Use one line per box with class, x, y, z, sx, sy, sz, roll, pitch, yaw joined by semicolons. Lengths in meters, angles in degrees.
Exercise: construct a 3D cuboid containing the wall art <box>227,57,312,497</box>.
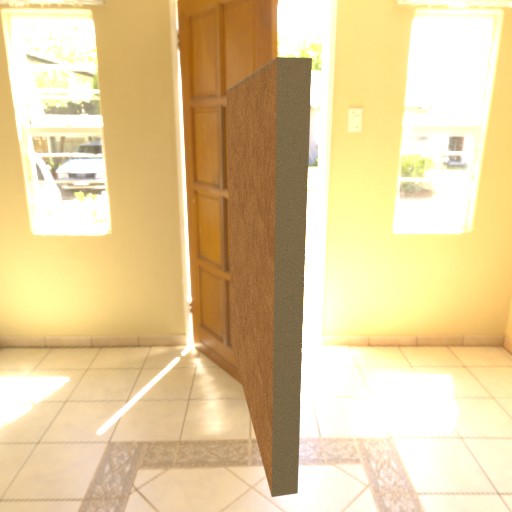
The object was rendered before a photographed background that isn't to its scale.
wall art;0.000;0.000;0.744;0.037;0.554;0.453;-3;17;-10
